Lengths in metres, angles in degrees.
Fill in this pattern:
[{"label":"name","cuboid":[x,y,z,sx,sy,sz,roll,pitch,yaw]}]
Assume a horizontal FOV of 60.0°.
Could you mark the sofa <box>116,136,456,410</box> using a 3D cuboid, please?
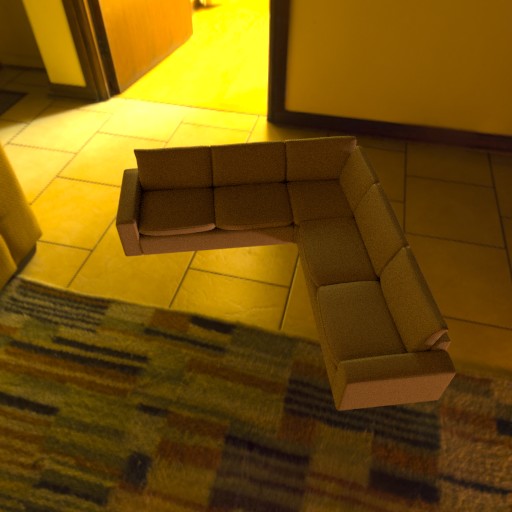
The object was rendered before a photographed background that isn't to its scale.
[{"label":"sofa","cuboid":[0.000,0.000,4.084,2.622,0.800,2.742,-5,47,-4]}]
